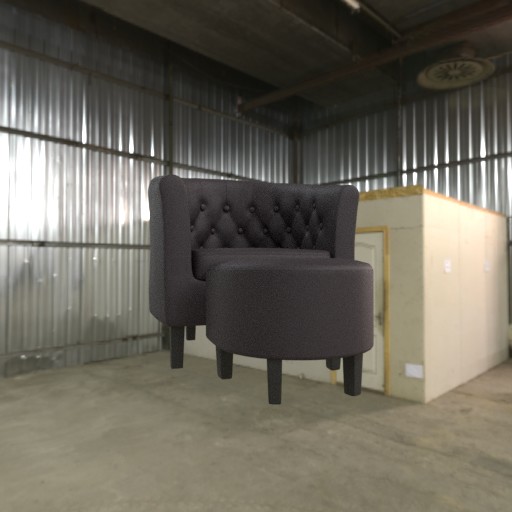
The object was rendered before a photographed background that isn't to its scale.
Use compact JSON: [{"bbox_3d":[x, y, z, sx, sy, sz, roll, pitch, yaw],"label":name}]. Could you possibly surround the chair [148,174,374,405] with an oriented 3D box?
[{"bbox_3d":[0.000,0.000,1.653,0.763,0.760,1.191,0,-1,-17],"label":"chair"}]
